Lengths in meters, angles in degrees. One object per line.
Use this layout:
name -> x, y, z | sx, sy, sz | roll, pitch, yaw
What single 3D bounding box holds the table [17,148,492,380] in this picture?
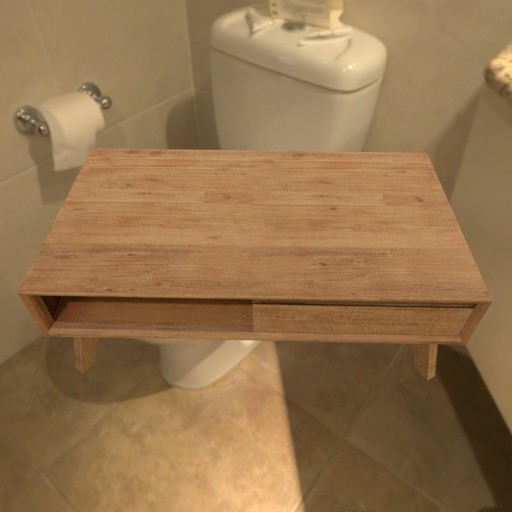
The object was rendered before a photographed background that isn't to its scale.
table -> 0.000, 0.000, 2.015 | 1.619, 0.531, 0.918 | 1, 46, 1
